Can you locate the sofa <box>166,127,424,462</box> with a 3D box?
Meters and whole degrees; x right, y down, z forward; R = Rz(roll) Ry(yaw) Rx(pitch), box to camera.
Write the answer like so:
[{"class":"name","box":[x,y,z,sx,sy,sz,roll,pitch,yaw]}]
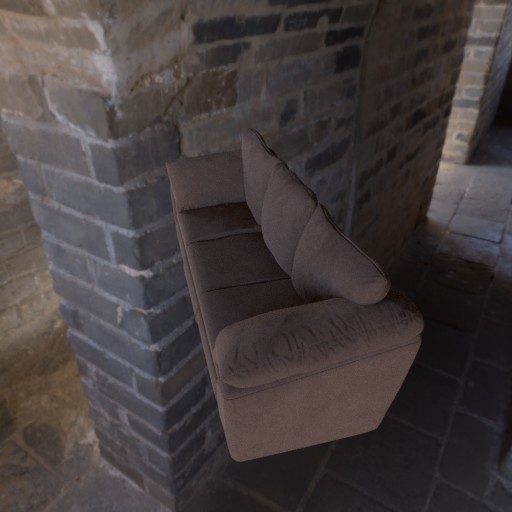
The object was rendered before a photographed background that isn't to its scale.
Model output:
[{"class":"sofa","box":[0.000,0.000,2.788,0.878,1.015,2.336,-8,33,-13]}]
